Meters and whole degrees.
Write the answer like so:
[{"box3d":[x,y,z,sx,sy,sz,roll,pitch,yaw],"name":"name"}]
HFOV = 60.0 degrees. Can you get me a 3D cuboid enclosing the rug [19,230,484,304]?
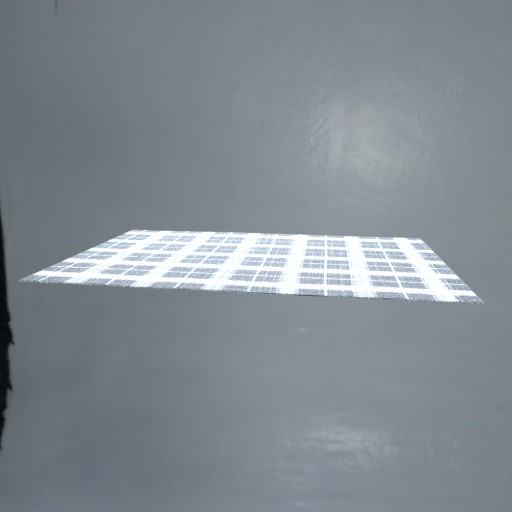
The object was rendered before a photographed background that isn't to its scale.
[{"box3d":[0.000,0.000,3.002,2.434,0.015,1.520,2,14,8],"name":"rug"}]
